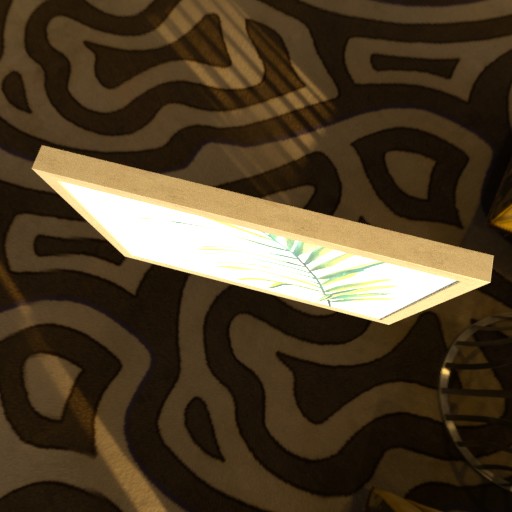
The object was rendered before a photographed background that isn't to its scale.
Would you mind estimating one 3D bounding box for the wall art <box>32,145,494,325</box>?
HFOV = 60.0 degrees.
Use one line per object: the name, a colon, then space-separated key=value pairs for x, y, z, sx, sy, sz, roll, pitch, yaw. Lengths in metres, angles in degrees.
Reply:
wall art: x=0.000 y=0.000 z=0.685 sx=0.532 sy=0.380 sz=0.032 roll=14 pitch=75 yaw=4
